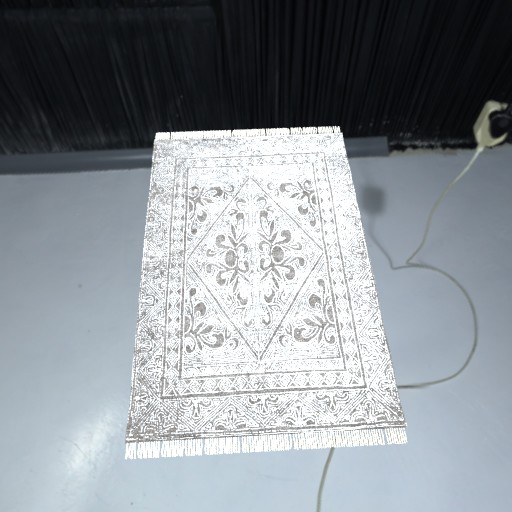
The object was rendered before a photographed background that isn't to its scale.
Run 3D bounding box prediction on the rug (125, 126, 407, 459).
[{"bbox_3d":[0.000,0.000,2.993,1.529,0.010,2.440,-3,58,-2],"label":"rug"}]
